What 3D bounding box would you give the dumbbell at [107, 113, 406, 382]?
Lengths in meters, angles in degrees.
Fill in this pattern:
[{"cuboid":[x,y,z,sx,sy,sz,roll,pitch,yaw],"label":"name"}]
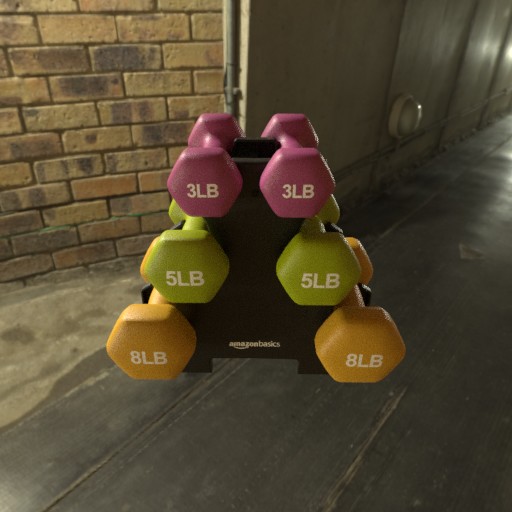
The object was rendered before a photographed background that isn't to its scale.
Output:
[{"cuboid":[0.000,0.000,0.480,0.300,0.271,0.190,1,31,1],"label":"dumbbell"}]
